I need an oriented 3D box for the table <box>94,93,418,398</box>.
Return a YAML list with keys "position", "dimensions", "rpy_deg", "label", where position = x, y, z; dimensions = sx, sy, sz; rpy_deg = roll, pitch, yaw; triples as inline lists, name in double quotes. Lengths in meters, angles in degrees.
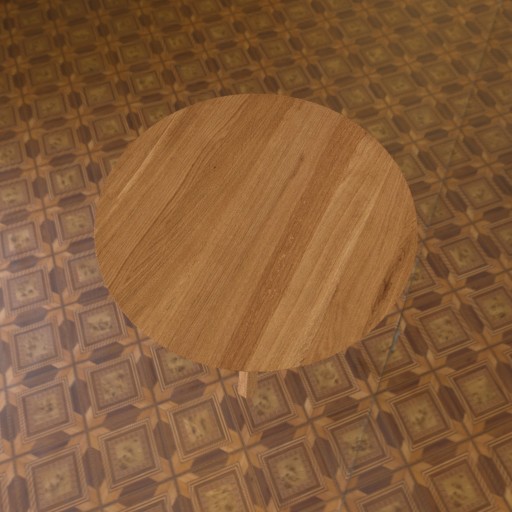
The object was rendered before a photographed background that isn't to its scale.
- position: [0.000, 0.000, 1.736]
  dimensions: [1.038, 0.666, 1.038]
  rpy_deg: [0, 63, 0]
  label: "table"
